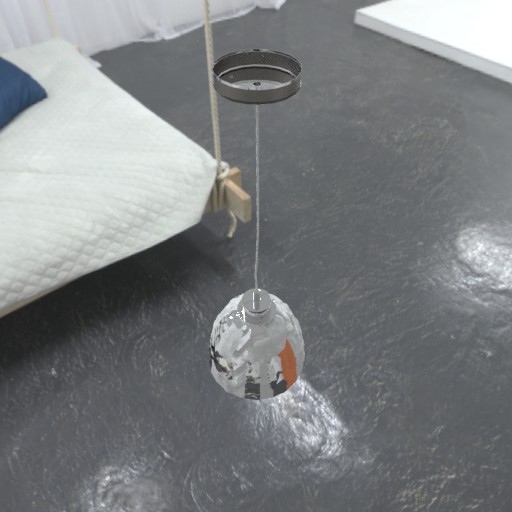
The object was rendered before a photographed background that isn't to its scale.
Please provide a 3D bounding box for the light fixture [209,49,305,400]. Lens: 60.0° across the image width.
[{"bbox_3d":[0.000,0.000,1.774,0.496,1.511,0.500,24,51,22],"label":"light fixture"}]
